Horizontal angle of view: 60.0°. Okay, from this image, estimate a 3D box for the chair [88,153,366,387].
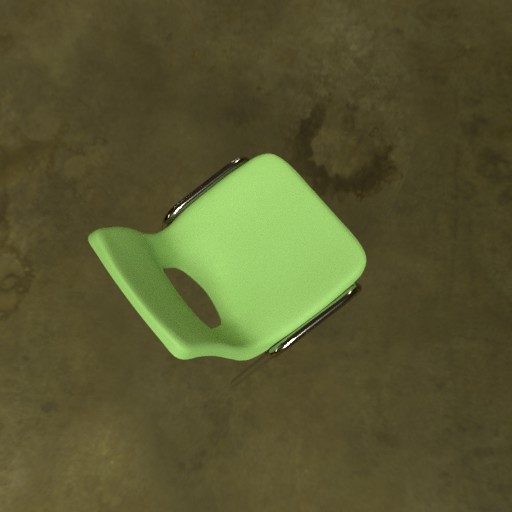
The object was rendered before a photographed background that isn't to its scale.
[{"bbox_3d":[0.000,0.000,0.911,0.436,0.653,0.381,-38,79,-9],"label":"chair"}]
